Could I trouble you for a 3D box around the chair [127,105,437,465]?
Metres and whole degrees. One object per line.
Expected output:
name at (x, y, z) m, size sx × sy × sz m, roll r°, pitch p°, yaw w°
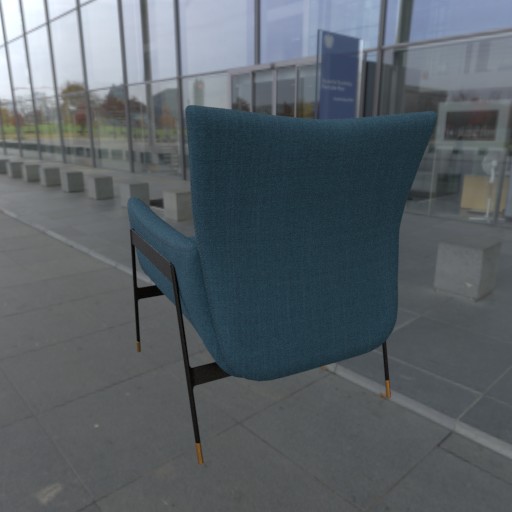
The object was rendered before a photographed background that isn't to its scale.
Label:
chair at (0.000, 0.000, 1.401) m, size 0.678 × 0.859 × 0.769 m, roll -8°, pitch 18°, yaw -26°
